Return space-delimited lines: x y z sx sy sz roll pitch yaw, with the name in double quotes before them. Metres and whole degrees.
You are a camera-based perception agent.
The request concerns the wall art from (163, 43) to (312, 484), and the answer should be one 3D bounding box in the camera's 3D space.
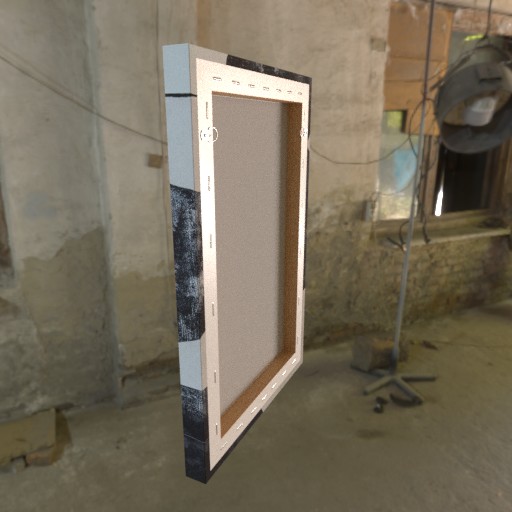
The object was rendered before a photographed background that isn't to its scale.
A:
"wall art" 0.000 0.000 0.767 0.039 0.610 0.407 8 18 26
